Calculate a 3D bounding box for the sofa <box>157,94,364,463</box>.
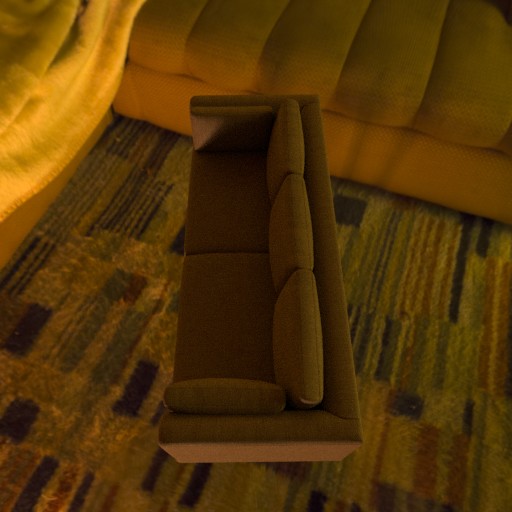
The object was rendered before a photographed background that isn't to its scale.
[{"bbox_3d":[0.000,0.000,2.925,0.969,0.867,2.415,-1,59,0],"label":"sofa"}]
